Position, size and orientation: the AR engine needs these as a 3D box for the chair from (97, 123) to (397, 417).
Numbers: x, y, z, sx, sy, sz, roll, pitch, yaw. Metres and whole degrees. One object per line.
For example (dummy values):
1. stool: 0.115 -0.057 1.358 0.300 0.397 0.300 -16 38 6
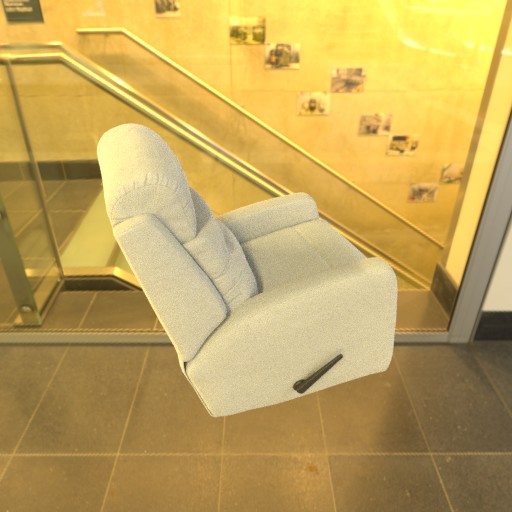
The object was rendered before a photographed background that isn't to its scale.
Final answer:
1. chair: 0.000 0.000 1.763 1.043 1.013 0.798 -11 33 -17
